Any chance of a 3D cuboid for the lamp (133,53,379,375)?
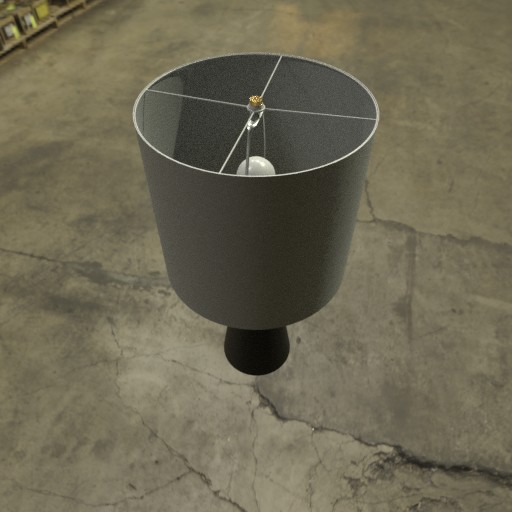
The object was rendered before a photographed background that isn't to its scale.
[{"bbox_3d":[0.000,0.000,0.771,0.308,0.580,0.308,11,48,10],"label":"lamp"}]
